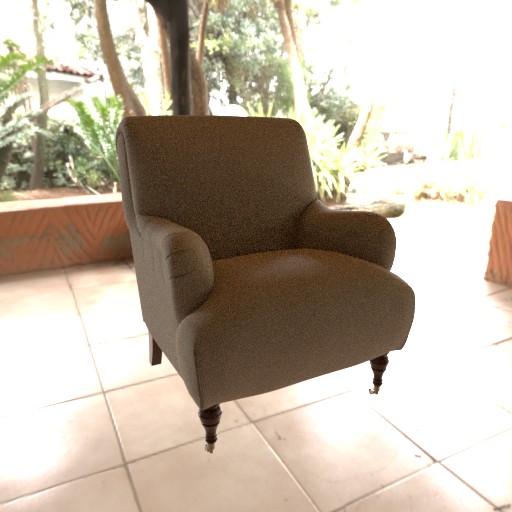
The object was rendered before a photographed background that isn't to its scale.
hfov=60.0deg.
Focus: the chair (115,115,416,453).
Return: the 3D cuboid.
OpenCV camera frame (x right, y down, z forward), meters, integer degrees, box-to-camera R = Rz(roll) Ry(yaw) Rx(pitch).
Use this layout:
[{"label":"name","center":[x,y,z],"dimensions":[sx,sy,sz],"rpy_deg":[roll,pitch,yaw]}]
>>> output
[{"label":"chair","center":[0.000,0.000,1.531],"dimensions":[0.766,0.942,0.842],"rpy_deg":[-8,18,-27]}]
